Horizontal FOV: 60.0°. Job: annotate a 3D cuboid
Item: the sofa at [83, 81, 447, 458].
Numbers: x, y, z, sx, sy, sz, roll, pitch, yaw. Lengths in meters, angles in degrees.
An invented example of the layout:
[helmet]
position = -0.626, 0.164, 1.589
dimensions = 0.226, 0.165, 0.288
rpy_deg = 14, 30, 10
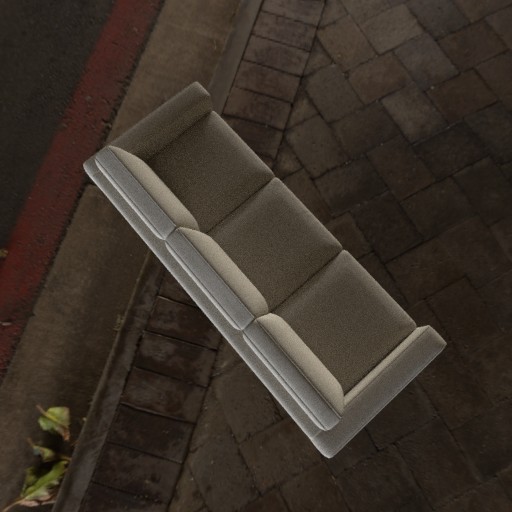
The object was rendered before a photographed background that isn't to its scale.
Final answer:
[sofa]
position = 0.000, 0.000, 2.652
dimensions = 0.900, 0.800, 2.160
rpy_deg = -40, 79, -9
